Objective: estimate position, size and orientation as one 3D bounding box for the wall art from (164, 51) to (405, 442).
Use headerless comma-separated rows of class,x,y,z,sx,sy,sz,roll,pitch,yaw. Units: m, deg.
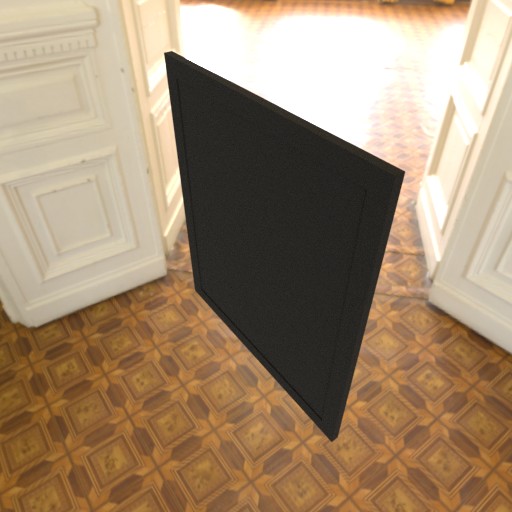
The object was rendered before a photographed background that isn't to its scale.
wall art,0.000,0.000,0.499,0.010,0.361,0.311,-26,48,-27
